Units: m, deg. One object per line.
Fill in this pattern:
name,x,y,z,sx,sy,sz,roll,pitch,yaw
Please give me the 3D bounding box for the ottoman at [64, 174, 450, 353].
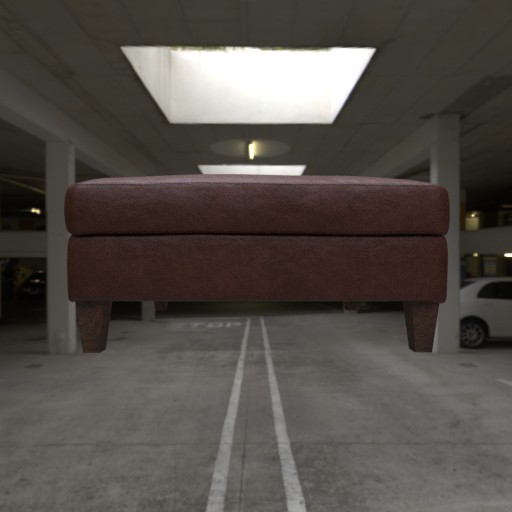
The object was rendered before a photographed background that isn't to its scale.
ottoman,0.000,0.000,1.333,0.844,0.415,0.836,0,0,0
